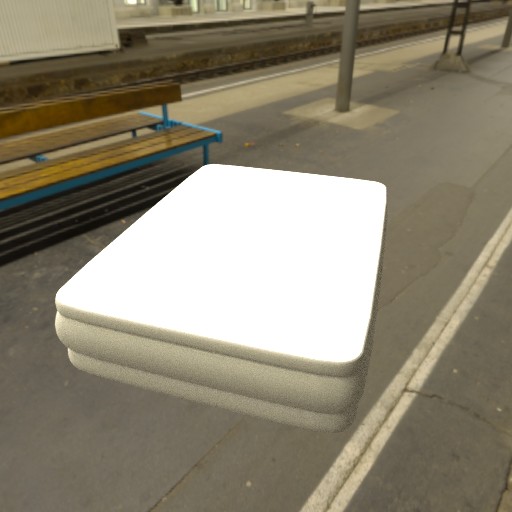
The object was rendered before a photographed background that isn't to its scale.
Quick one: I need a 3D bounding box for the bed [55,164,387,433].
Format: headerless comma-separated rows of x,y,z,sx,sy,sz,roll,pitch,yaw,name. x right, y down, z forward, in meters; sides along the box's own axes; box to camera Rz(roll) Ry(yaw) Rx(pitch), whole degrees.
0.000,0.000,2.754,1.520,0.460,2.036,9,33,14,bed
